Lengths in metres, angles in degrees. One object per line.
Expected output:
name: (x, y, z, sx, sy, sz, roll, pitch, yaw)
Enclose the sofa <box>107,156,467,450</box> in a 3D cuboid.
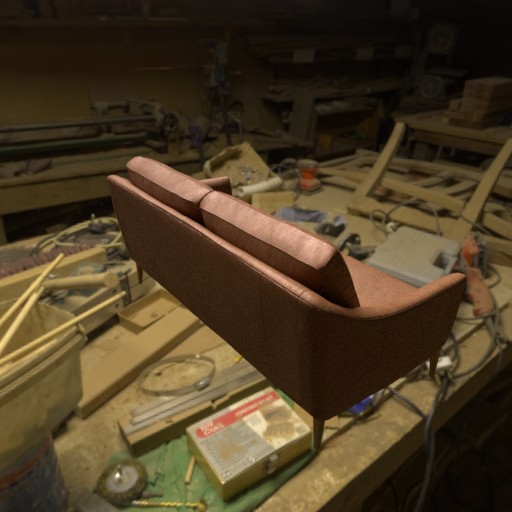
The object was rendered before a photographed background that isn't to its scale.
sofa: (0.000, 0.000, 2.582, 0.981, 0.945, 2.036, -20, 33, -33)
